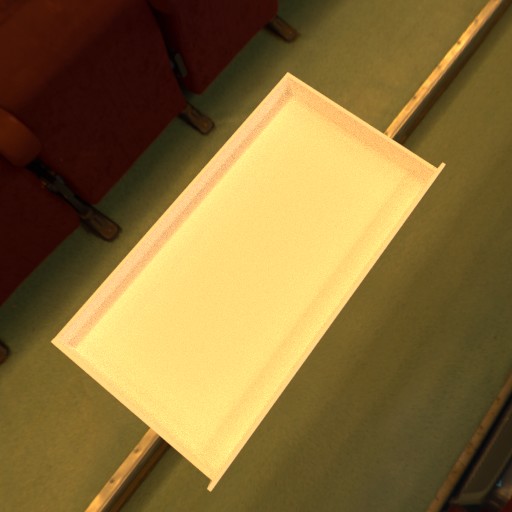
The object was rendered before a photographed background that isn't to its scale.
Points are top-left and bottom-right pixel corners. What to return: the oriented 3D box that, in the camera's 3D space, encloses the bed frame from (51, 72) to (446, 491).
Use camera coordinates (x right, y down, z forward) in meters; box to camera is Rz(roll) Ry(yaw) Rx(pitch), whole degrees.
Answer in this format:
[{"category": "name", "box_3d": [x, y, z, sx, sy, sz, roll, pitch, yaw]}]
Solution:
[{"category": "bed frame", "box_3d": [0.000, 0.000, 1.526, 0.670, 0.141, 1.300, 36, 78, 9]}]
